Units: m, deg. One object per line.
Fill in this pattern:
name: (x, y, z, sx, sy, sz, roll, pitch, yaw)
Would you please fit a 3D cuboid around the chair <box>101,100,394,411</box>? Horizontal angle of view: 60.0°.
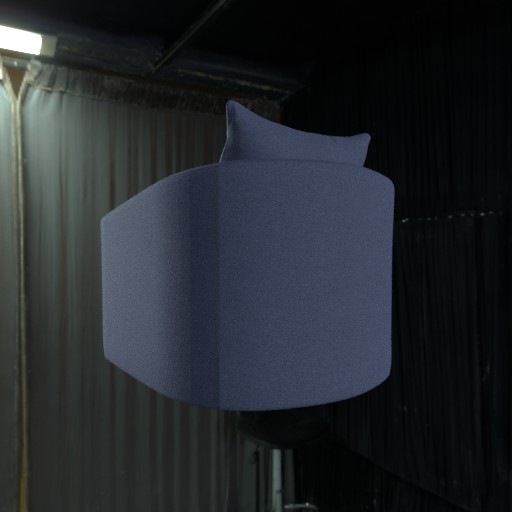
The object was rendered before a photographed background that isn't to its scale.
chair: (0.000, 0.000, 1.572, 0.845, 0.848, 0.910, 0, 1, -35)
